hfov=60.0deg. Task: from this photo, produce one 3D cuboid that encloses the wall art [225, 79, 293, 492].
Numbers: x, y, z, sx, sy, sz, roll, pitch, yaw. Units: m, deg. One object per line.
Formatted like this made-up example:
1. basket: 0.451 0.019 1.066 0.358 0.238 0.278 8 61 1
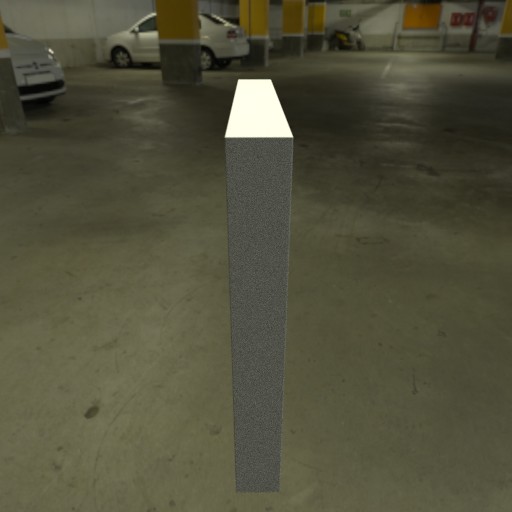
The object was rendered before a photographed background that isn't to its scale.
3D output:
1. wall art: 0.000 0.000 0.450 0.038 0.305 0.305 0 27 -1
